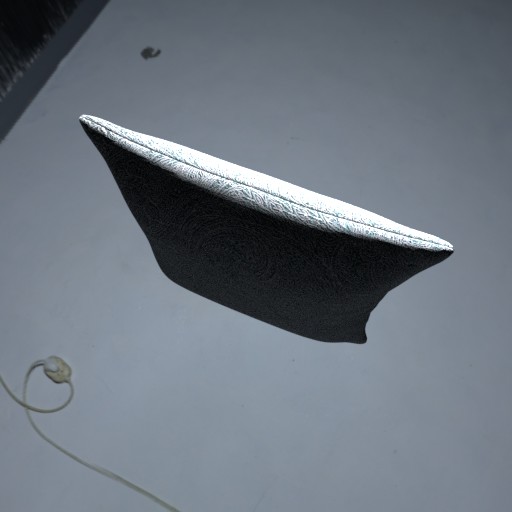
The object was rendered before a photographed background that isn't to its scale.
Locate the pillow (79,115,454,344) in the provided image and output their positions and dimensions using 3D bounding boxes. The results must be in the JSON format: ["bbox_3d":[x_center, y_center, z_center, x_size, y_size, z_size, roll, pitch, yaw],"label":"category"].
[{"bbox_3d":[0.000,0.000,0.800,0.526,0.507,0.166,21,67,9],"label":"pillow"}]
